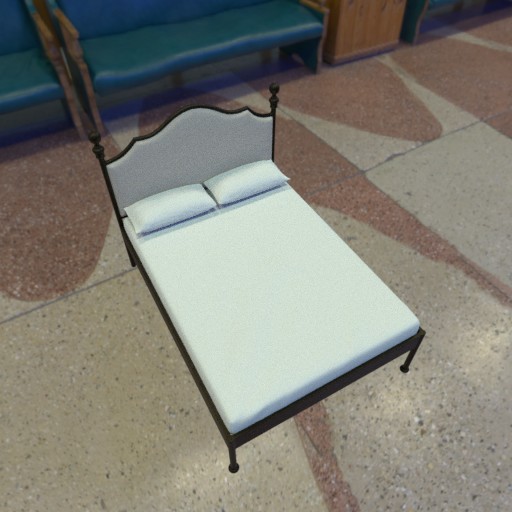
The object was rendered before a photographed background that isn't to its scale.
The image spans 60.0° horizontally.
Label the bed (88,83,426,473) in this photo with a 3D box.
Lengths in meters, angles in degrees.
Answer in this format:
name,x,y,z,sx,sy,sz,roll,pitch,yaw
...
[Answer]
name,x,y,z,sx,sy,sz,roll,pitch,yaw
bed,0.000,0.000,3.420,1.642,1.499,2.224,-22,51,-19
